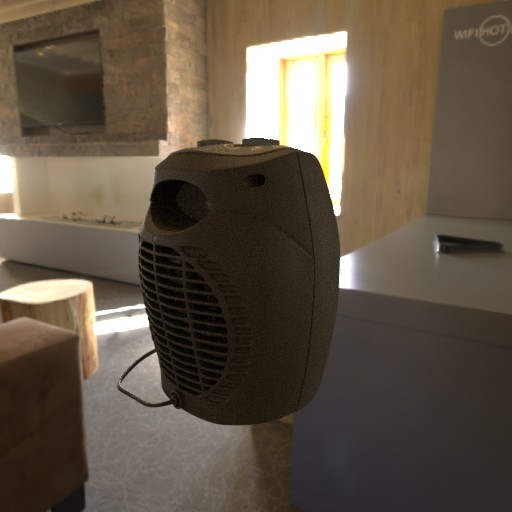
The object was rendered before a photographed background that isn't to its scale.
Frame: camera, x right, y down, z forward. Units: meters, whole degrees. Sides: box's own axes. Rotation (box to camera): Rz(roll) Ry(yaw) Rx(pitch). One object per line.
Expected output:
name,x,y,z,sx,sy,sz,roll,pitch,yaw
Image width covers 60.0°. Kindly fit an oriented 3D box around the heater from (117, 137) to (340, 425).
heater,0.000,0.000,0.476,0.291,0.240,0.239,-12,17,-43
